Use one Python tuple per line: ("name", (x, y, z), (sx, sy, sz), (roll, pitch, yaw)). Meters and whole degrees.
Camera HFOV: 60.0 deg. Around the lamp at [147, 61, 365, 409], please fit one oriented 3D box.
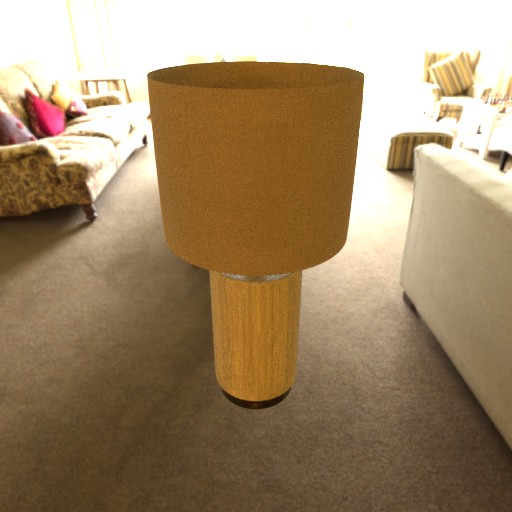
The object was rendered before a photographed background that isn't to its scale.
("lamp", (0.000, 0.000, 0.576), (0.228, 0.444, 0.228), (21, 36, 33))
